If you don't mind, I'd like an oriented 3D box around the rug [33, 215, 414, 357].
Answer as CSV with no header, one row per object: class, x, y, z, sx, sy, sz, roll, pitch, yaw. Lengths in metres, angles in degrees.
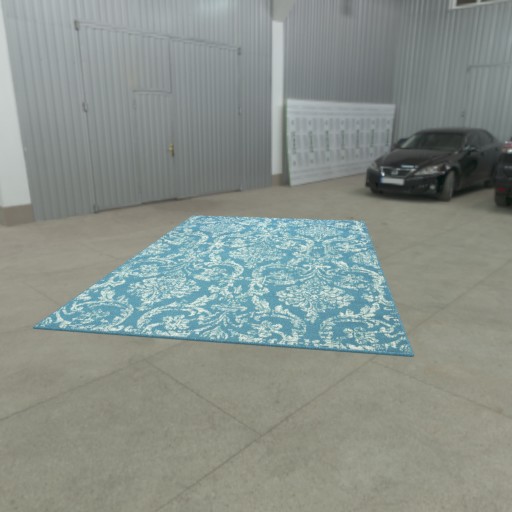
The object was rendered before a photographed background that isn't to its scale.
rug,0.000,0.000,3.357,1.816,0.018,2.746,3,17,8
